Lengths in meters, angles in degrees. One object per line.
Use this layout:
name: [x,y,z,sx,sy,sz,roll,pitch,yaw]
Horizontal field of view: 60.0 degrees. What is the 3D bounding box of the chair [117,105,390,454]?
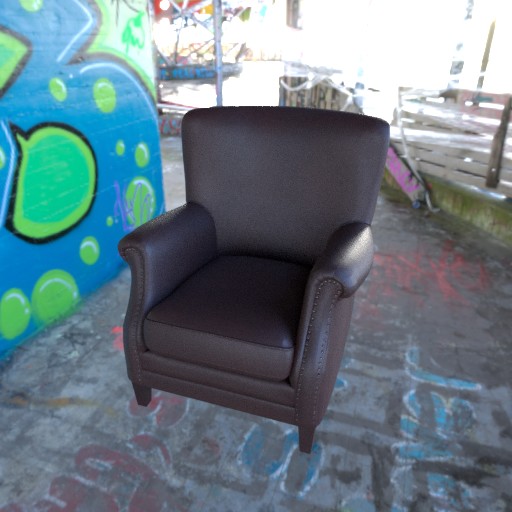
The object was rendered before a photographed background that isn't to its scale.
chair: [0.000,0.000,1.368,0.700,0.800,0.746,9,28,17]
